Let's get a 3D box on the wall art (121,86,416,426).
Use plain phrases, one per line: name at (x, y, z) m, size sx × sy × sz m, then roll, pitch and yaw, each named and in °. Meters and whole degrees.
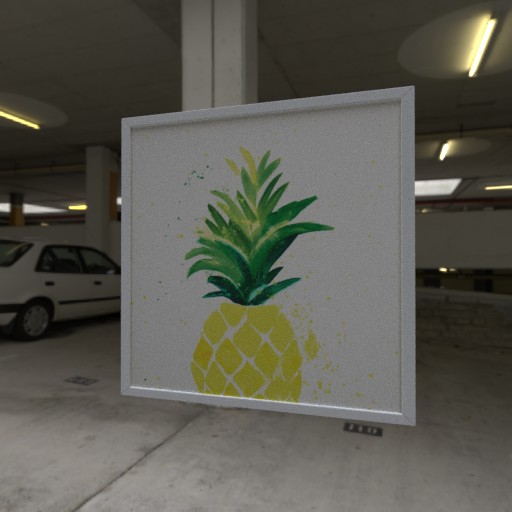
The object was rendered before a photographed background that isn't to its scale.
wall art at (0.000, 0.000, 0.754) m, size 0.508 × 0.507 × 0.035 m, roll 0°, pitch -1°, yaw 18°
